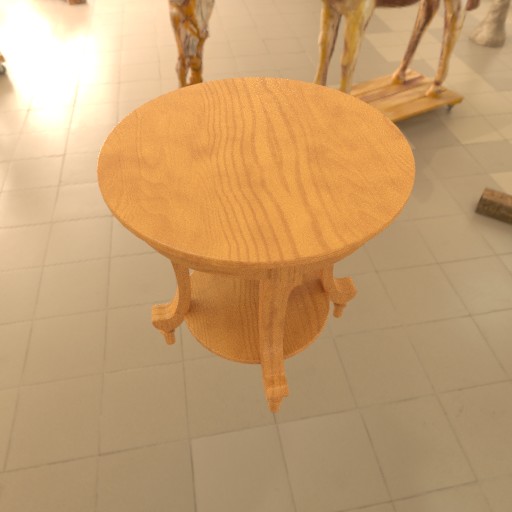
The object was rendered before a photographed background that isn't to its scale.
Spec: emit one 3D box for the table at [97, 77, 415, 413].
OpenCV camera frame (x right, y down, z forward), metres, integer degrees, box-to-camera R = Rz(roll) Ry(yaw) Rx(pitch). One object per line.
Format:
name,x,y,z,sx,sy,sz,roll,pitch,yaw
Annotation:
table,0.000,0.000,1.075,0.597,0.612,0.597,0,47,0
